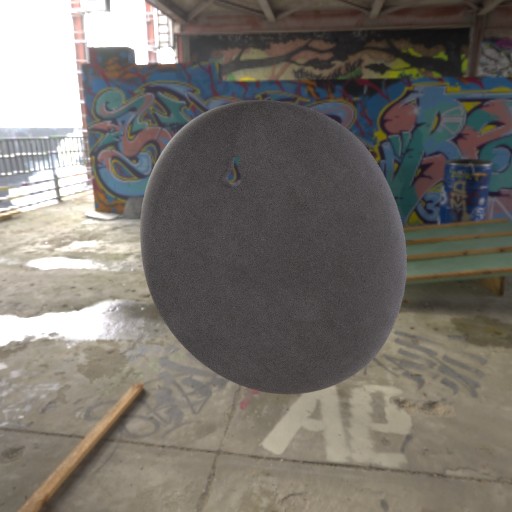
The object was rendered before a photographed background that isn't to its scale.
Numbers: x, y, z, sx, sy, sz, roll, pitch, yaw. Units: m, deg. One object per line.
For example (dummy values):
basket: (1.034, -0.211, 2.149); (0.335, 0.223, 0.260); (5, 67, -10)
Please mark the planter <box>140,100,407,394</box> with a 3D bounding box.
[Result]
planter: (0.000, 0.000, 0.282); (0.185, 0.188, 0.071); (9, 18, 28)
